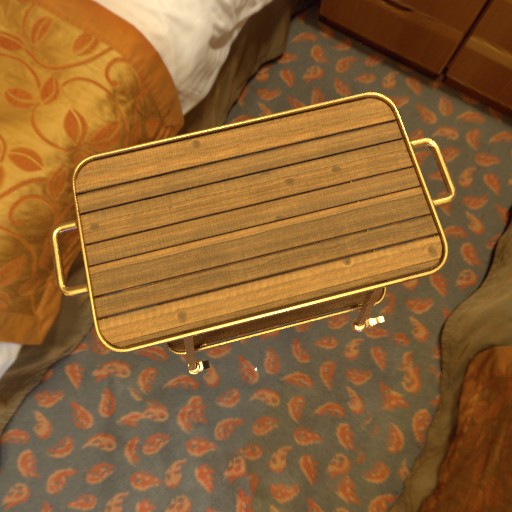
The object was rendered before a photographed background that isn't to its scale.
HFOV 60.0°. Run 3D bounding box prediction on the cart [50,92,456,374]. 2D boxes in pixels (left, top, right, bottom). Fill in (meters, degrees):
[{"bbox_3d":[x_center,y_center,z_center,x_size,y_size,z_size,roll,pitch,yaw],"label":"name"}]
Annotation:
[{"bbox_3d":[0.000,0.000,1.213,0.806,0.700,0.524,-14,76,-4],"label":"cart"}]
